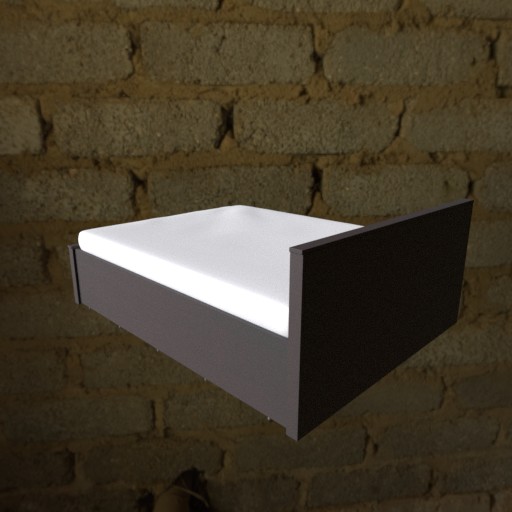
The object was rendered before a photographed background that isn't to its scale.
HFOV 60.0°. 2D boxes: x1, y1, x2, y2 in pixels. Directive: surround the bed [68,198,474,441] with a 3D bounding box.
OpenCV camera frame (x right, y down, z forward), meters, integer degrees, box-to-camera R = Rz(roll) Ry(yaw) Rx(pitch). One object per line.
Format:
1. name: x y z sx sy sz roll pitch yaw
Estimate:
1. bed: 0.000 0.000 2.956 1.634 0.808 2.103 -16 22 -43
